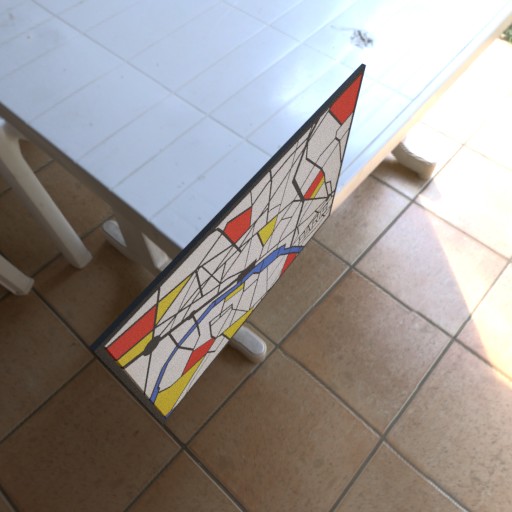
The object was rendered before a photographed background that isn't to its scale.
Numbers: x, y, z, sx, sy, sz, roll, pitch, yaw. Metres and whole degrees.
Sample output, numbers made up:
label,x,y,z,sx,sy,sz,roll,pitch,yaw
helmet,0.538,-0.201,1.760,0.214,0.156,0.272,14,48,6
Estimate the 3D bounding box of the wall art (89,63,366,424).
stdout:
label,x,y,z,sx,sy,sz,roll,pitch,yaw
wall art,0.000,0.000,1.249,0.013,0.665,0.963,32,64,18
